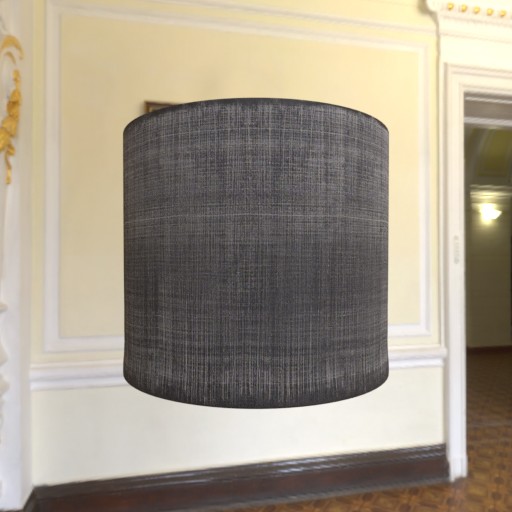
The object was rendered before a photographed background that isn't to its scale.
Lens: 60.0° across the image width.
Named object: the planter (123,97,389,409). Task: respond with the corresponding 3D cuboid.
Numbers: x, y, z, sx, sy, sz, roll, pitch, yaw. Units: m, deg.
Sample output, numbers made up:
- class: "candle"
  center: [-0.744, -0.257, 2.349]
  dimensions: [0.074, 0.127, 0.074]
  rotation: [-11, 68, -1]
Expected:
- class: "planter"
  center: [0.000, 0.000, 0.309]
  dimensions: [0.178, 0.157, 0.178]
  rotation: [0, 0, 0]
